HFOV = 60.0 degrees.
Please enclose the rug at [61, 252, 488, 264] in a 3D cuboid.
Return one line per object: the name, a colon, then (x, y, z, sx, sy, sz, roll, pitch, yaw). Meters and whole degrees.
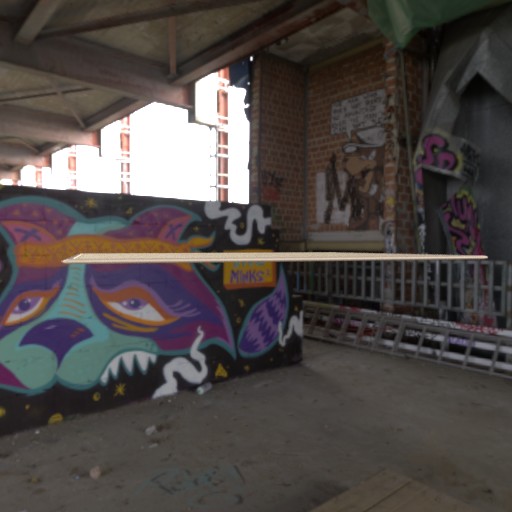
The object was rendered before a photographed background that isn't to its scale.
rug: (0.000, 0.000, 2.692, 2.081, 0.020, 1.525, 0, 1, -20)
